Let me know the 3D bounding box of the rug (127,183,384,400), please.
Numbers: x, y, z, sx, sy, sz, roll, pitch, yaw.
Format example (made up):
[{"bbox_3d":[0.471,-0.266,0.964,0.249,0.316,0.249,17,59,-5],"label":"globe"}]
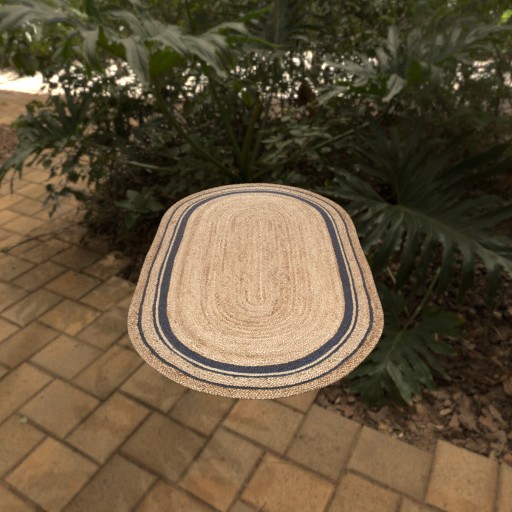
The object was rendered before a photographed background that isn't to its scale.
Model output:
[{"bbox_3d":[0.000,0.000,3.080,1.520,0.006,2.432,0,33,0],"label":"rug"}]
